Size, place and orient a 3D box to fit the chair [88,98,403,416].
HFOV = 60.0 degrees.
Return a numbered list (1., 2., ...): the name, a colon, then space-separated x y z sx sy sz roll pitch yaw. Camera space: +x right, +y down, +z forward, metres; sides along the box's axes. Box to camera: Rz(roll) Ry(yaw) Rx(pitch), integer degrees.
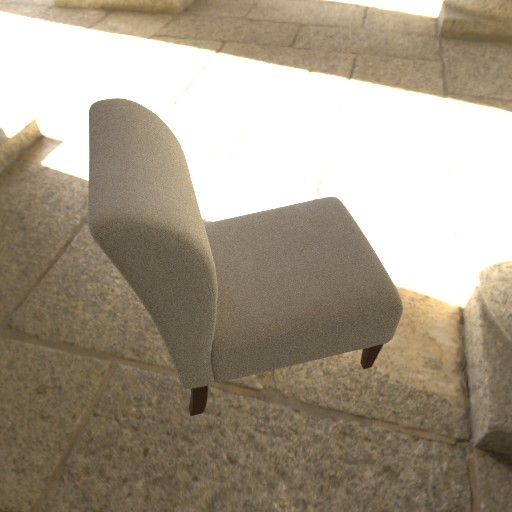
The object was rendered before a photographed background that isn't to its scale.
1. chair: 0.000 0.000 1.310 0.754 0.833 0.521 -11 47 -10
